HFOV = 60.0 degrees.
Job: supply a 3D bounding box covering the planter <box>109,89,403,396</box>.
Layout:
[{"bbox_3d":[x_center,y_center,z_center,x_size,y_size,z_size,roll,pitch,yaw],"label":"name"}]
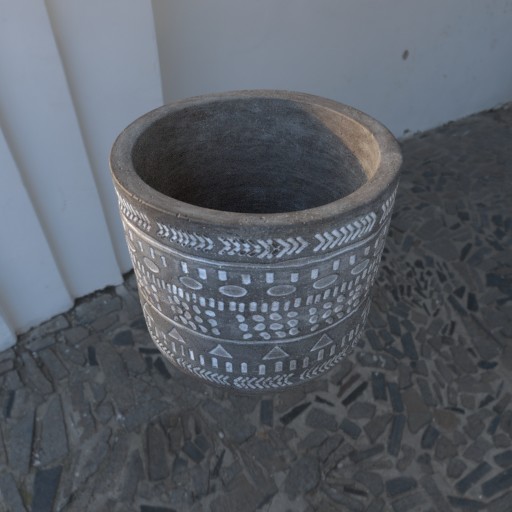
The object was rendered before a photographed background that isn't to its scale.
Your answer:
[{"bbox_3d":[0.000,0.000,0.228,0.122,0.128,0.122,0,41,0],"label":"planter"}]
